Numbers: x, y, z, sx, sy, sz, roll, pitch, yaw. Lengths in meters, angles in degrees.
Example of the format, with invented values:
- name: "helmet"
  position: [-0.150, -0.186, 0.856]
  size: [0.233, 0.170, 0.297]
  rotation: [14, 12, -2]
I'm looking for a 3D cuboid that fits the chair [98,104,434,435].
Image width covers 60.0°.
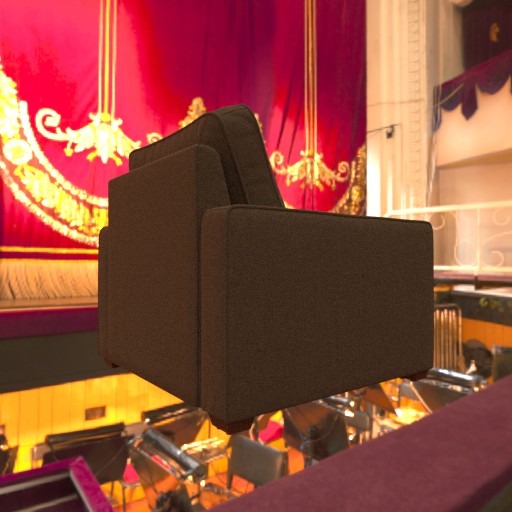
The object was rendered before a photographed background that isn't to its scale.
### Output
- name: "chair"
  position: [0.000, 0.000, 1.756]
  size: [0.940, 0.919, 1.017]
  rotation: [0, 0, -37]
